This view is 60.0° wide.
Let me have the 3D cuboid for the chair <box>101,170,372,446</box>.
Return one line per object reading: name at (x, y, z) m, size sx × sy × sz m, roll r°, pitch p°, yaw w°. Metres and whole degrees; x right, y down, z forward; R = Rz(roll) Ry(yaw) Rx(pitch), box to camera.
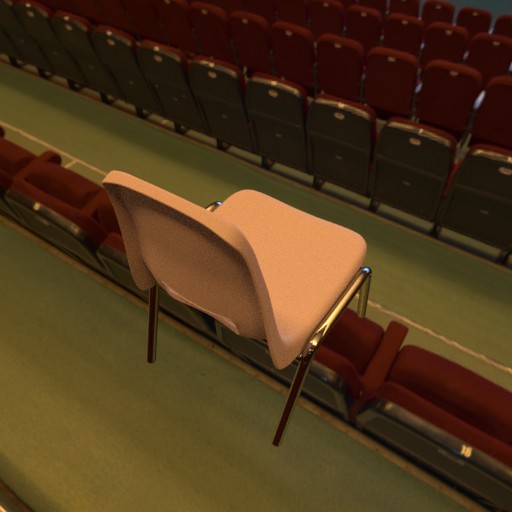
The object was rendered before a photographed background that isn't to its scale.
chair at (0.000, 0.000, 0.777) m, size 0.354 × 0.537 × 0.385 m, roll 26°, pitch 52°, yaw 22°
